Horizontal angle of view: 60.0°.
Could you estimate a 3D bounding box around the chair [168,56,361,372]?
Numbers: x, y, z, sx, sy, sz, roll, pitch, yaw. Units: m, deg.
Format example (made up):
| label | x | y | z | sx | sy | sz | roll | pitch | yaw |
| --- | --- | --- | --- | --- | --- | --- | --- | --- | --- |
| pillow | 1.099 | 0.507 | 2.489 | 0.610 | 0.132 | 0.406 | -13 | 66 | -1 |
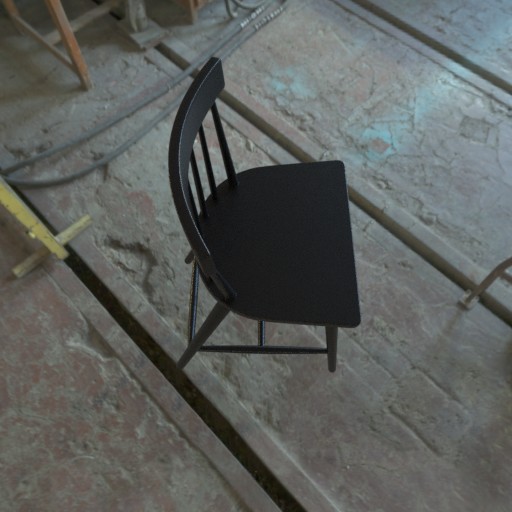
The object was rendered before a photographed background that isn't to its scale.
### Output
| label | x | y | z | sx | sy | sz | roll | pitch | yaw |
| --- | --- | --- | --- | --- | --- | --- | --- | --- | --- |
| chair | 0.000 | 0.000 | 1.254 | 0.572 | 0.952 | 0.483 | 0 | 64 | 0 |
